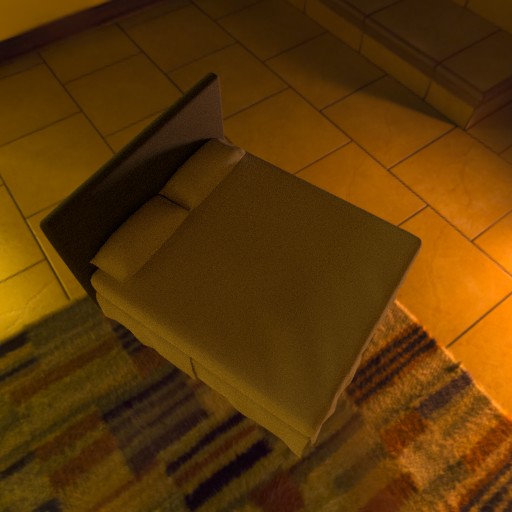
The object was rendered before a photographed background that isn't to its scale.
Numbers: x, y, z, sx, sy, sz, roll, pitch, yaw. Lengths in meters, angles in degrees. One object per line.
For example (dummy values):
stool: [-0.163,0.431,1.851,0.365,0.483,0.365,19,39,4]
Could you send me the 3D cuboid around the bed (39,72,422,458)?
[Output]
bed: [0.000,0.000,3.408,2.142,1.330,1.884,30,64,17]
